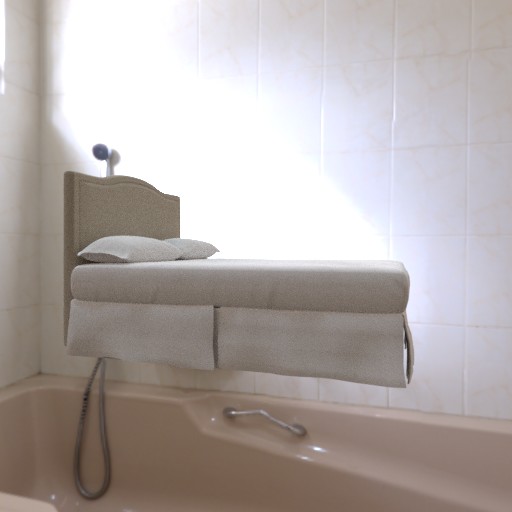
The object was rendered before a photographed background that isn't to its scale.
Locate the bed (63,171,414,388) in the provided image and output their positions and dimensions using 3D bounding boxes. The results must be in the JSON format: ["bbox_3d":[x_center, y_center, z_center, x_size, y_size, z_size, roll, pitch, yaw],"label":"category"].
[{"bbox_3d":[0.000,0.000,3.722,2.477,1.437,1.977,0,1,18],"label":"bed"}]
